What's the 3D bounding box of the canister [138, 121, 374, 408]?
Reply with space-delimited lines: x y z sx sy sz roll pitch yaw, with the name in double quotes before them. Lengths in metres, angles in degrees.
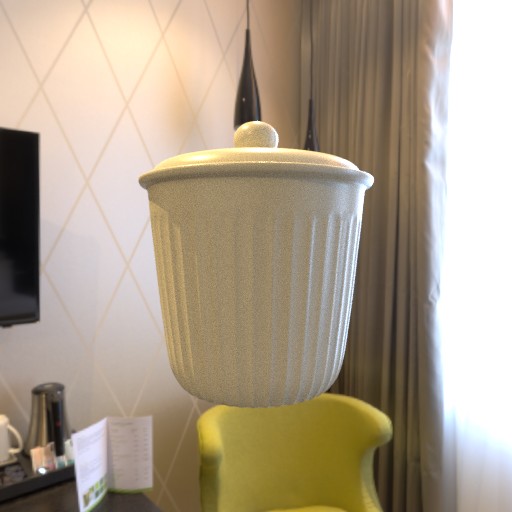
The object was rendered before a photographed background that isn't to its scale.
"canister" 0.000 0.000 0.354 0.181 0.211 0.181 0 2 0
